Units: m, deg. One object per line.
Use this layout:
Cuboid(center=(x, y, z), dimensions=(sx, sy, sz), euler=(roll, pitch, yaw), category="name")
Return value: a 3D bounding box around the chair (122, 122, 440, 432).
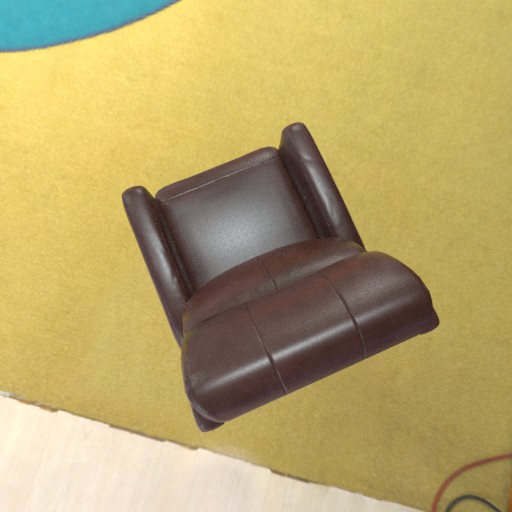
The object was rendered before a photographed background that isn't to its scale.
Cuboid(center=(0.000, 0.000, 1.673), dimensions=(0.787, 1.016, 0.939), euler=(-23, 78, -5), category="chair")
